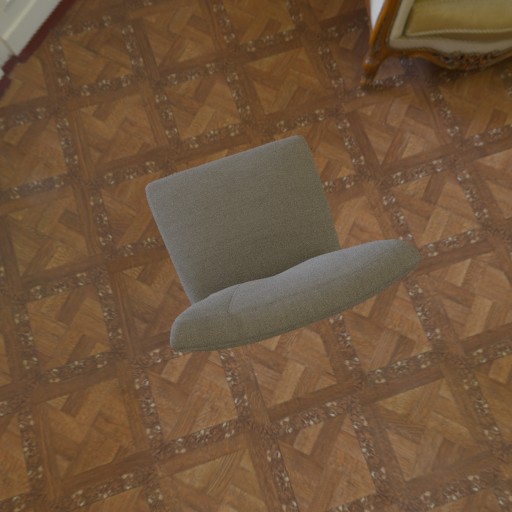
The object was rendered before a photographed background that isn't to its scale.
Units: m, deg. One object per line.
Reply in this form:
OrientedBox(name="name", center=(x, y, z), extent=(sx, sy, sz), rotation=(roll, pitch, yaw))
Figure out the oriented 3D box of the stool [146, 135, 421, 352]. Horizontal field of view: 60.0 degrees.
OrientedBox(name="stool", center=(0.000, 0.000, 1.400), extent=(0.514, 1.086, 0.574), rotation=(-19, 76, -5))
